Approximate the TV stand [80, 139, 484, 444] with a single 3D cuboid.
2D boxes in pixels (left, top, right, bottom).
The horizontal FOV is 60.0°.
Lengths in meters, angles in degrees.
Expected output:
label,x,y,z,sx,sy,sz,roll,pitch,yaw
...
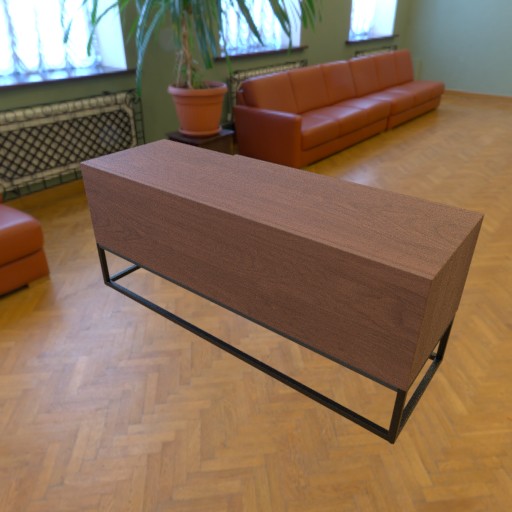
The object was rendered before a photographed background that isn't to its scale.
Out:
label,x,y,z,sx,sy,sz,roll,pitch,yaw
TV stand,0.000,0.000,1.458,1.200,0.500,0.415,21,36,32
